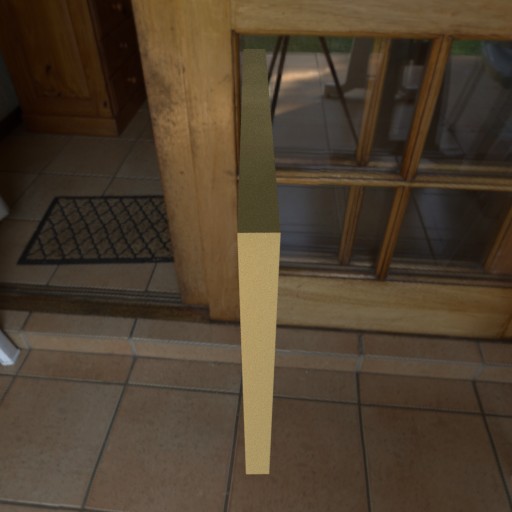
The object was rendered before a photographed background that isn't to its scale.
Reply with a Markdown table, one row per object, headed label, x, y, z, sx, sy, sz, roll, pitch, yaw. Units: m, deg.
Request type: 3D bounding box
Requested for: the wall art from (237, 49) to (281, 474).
| label | x | y | z | sx | sy | sz | roll | pitch | yaw |
| --- | --- | --- | --- | --- | --- | --- | --- | --- | --- |
| wall art | 0.000 | 0.000 | 0.748 | 0.038 | 0.508 | 0.507 | 0 | 42 | 0 |
